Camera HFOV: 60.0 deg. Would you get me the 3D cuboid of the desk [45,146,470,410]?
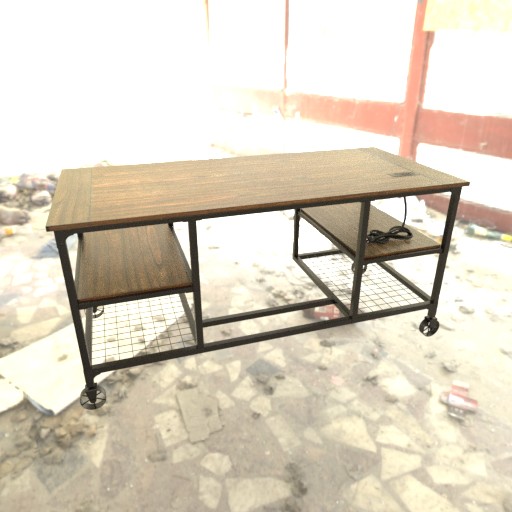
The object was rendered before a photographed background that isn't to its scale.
[{"bbox_3d":[0.000,0.000,2.010,1.590,0.751,0.711,-8,27,-16],"label":"desk"}]
